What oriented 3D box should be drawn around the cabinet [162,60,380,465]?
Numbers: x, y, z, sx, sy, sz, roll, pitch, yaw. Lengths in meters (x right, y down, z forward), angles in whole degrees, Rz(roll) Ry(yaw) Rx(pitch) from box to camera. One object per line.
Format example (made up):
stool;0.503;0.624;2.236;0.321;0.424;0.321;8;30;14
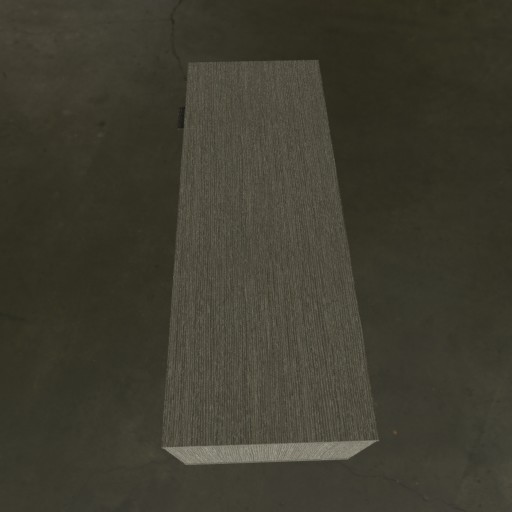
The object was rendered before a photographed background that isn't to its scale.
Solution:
cabinet;0.000;0.000;1.551;0.500;0.599;1.300;-2;60;-1
